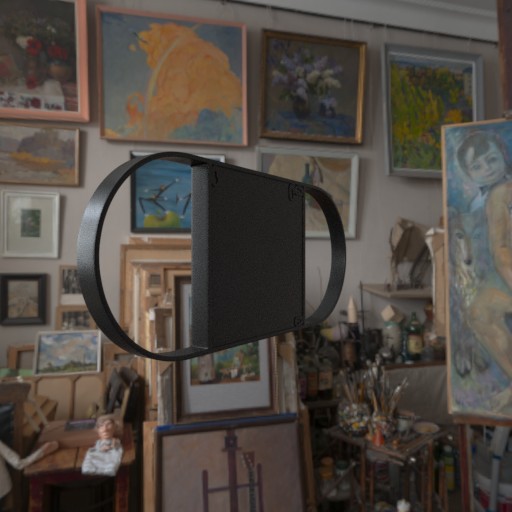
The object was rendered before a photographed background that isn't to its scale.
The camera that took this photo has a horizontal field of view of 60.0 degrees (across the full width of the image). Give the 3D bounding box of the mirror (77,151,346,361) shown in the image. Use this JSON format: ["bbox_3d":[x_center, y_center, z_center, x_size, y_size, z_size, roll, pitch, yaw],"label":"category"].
[{"bbox_3d":[0.000,0.000,0.684,0.032,0.254,0.584,0,0,36],"label":"mirror"}]
